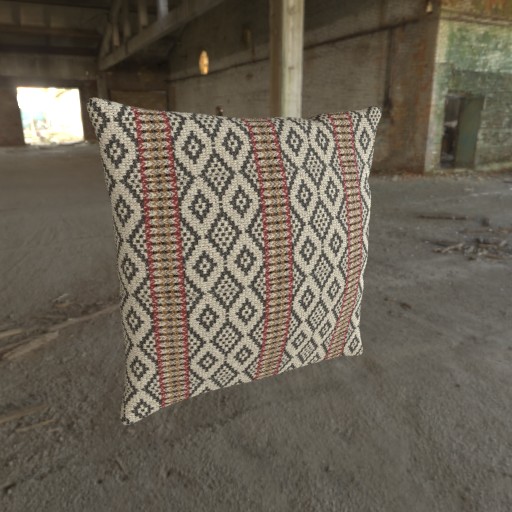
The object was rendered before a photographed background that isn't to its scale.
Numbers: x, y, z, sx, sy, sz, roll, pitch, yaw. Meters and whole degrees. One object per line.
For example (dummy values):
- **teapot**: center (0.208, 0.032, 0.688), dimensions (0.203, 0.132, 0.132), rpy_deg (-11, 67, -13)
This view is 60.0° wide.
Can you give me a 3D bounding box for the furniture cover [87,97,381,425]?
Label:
- **furniture cover**: center (0.000, 0.000, 0.767), dimensions (0.503, 0.506, 0.182), rpy_deg (-9, 19, -26)
